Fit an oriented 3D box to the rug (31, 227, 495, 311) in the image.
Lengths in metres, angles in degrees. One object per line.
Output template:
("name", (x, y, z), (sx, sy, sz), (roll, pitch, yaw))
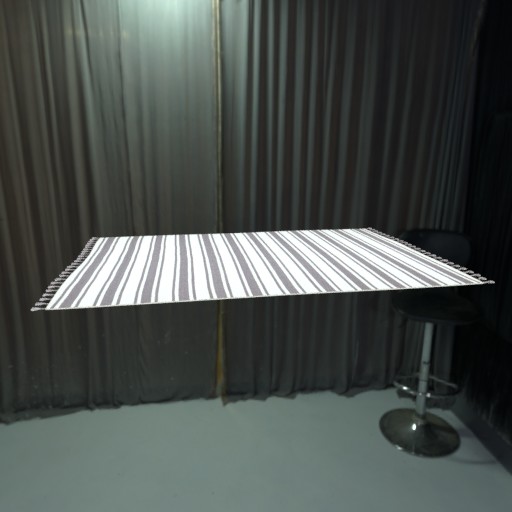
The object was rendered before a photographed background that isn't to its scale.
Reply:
("rug", (0.000, 0.000, 3.777), (3.040, 0.017, 2.030), (-3, 15, -10))
